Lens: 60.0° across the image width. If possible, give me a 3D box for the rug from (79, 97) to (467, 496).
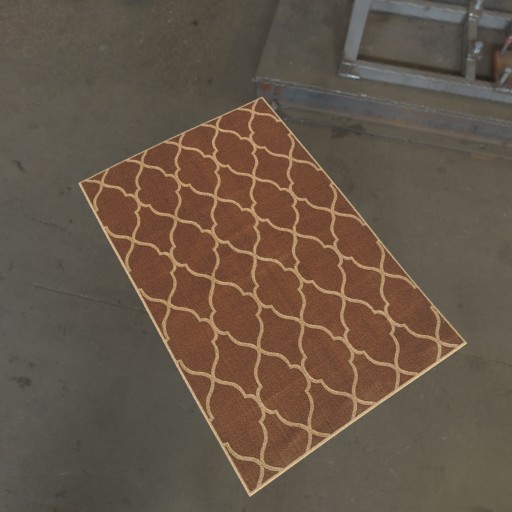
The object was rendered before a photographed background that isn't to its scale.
[{"bbox_3d":[0.000,0.000,2.865,1.526,0.014,2.290,-30,68,-13],"label":"rug"}]
